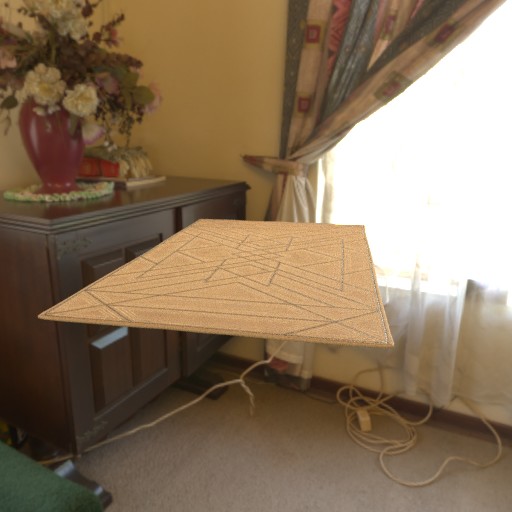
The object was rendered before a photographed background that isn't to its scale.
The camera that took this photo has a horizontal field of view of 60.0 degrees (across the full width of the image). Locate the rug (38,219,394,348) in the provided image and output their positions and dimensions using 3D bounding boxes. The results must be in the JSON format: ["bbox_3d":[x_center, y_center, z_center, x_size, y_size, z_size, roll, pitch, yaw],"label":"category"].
[{"bbox_3d":[0.000,0.000,3.035,1.575,0.023,2.459,3,16,10],"label":"rug"}]
